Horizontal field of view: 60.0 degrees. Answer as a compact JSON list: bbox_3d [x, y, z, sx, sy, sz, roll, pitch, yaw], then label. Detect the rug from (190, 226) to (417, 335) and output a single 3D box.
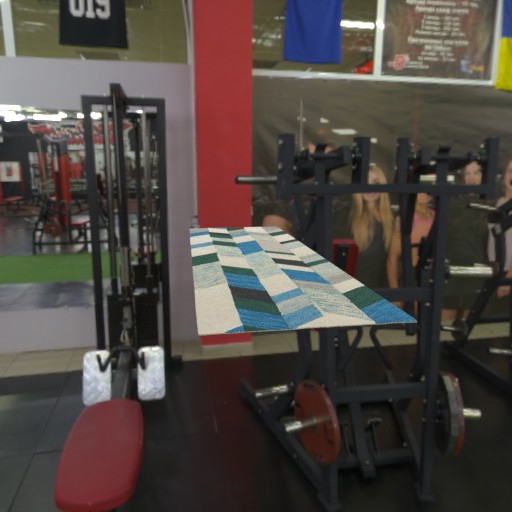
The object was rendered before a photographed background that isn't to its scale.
[{"bbox_3d":[0.000,0.000,2.683,0.774,0.008,2.437,-2,12,-9],"label":"rug"}]
